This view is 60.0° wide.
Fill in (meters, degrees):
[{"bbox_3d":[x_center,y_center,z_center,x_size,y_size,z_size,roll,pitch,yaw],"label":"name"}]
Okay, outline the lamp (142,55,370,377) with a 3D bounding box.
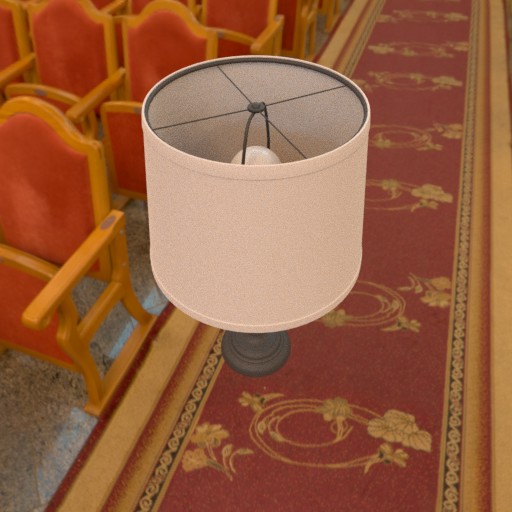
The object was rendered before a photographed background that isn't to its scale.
[{"bbox_3d":[0.000,0.000,0.677,0.310,0.501,0.310,0,46,0],"label":"lamp"}]
